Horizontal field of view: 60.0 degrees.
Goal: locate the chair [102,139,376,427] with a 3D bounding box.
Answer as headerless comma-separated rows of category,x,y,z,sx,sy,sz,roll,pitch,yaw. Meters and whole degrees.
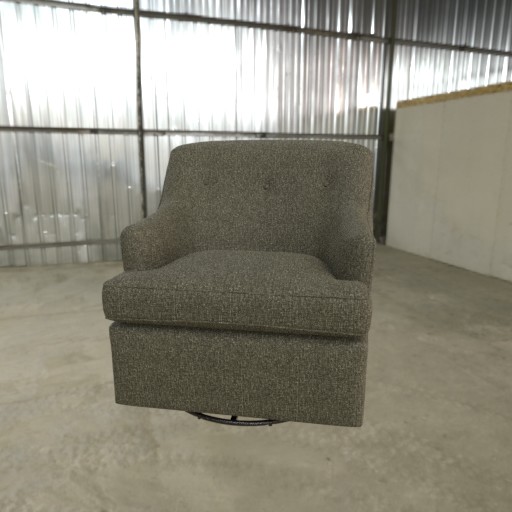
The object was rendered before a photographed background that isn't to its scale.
chair,0.000,0.000,1.645,0.864,0.856,0.923,2,13,9
